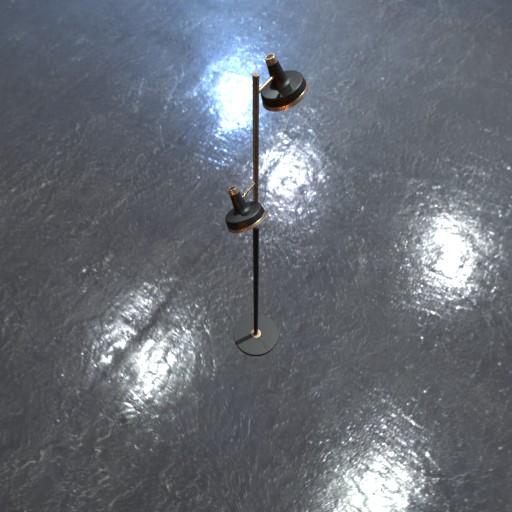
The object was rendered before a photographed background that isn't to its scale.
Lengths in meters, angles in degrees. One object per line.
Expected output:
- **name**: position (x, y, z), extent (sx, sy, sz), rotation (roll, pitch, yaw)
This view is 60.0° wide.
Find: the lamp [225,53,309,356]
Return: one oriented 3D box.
- **lamp**: position (0.000, 0.000, 1.792), extent (0.253, 1.674, 0.351), rotation (29, 62, 17)
